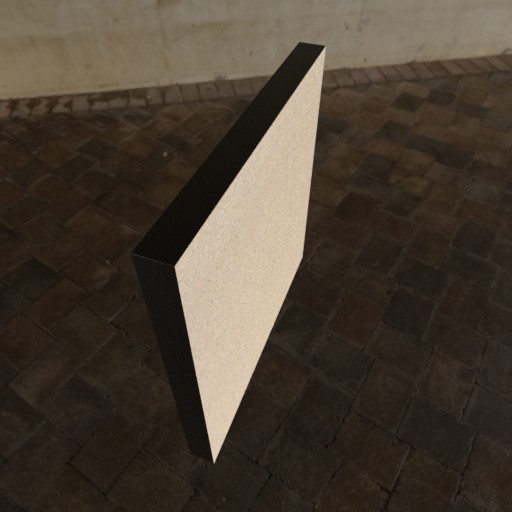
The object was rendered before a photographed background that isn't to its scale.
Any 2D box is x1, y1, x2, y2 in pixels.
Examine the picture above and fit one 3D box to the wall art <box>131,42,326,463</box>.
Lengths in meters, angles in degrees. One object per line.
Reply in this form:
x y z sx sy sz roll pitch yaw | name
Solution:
0.000 0.000 0.471 0.029 0.318 0.327 16 49 14 | wall art
